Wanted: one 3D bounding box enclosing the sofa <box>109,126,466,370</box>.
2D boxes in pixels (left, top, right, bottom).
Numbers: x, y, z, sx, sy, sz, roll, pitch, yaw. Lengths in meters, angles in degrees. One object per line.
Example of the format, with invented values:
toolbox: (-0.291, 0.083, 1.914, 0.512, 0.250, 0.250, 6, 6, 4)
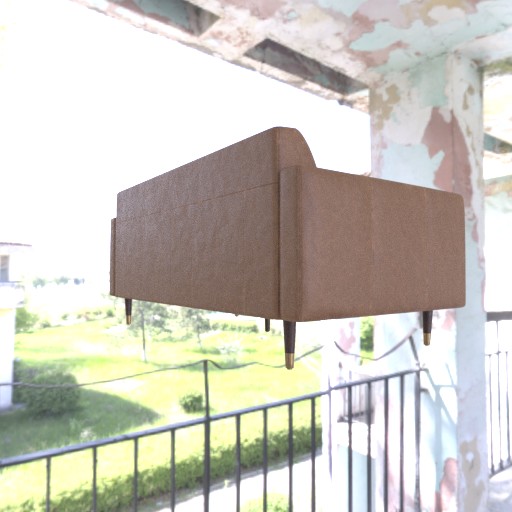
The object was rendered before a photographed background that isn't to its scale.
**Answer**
sofa: (0.000, 0.000, 2.369, 0.993, 0.821, 1.847, 1, -2, -36)
